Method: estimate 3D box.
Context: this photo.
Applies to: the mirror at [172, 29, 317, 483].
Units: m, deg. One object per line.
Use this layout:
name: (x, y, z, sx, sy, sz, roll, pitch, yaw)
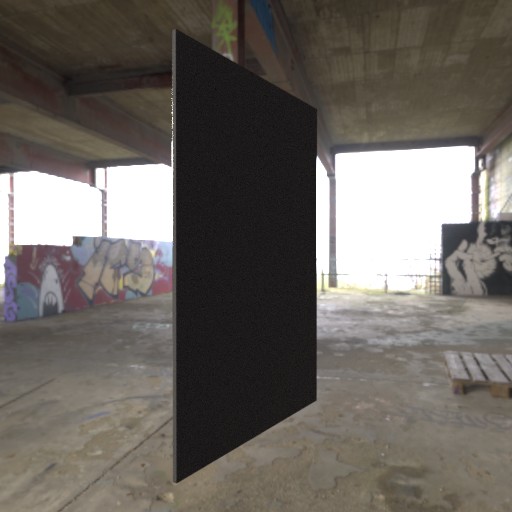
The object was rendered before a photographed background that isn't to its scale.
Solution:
mirror: (0.000, 0.000, 1.152, 0.039, 0.914, 0.613, 0, 1, 35)
